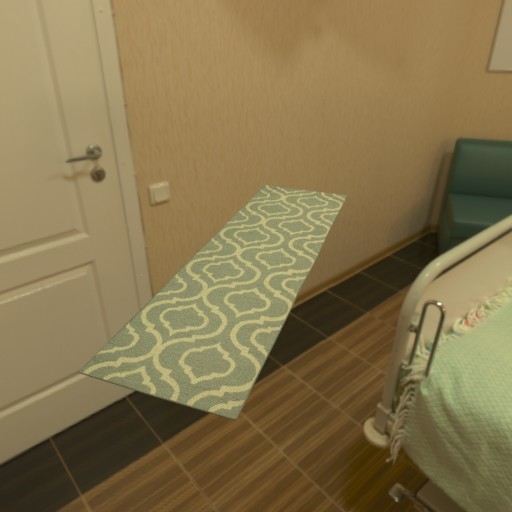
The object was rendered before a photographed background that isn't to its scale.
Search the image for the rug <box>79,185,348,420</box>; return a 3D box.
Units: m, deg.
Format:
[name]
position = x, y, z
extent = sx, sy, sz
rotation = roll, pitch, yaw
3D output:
[rug]
position = 0.000, 0.000, 2.590
extent = 0.684, 0.009, 2.275
rotation = 10, 31, 17
